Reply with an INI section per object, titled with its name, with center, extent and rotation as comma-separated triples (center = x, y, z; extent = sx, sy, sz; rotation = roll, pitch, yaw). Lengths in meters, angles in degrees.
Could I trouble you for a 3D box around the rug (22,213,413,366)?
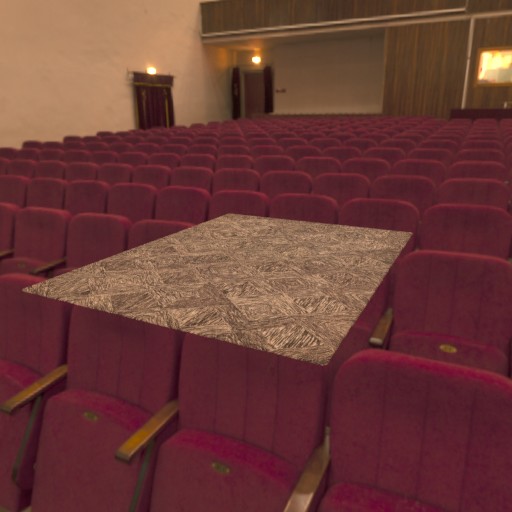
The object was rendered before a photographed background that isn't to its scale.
[rug]
center = 0.000, 0.000, 4.250
extent = 2.448, 0.017, 3.204
rotation = 8, 19, 25
